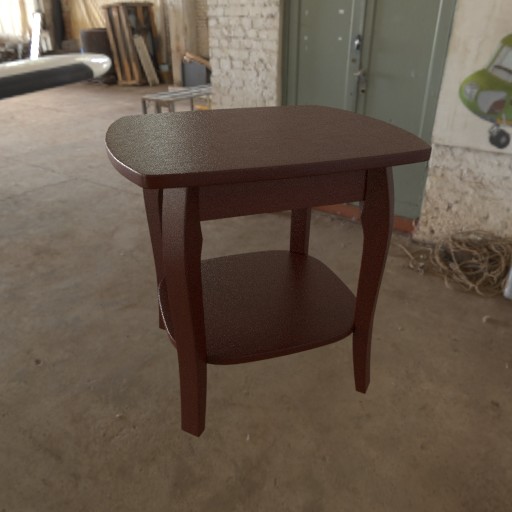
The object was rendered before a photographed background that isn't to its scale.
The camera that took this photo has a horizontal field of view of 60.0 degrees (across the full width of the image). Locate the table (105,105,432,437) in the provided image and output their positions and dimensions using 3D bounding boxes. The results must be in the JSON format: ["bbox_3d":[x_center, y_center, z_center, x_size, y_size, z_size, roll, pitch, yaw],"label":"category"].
[{"bbox_3d":[0.000,0.000,0.883,0.502,0.496,0.433,-9,29,-16],"label":"table"}]
